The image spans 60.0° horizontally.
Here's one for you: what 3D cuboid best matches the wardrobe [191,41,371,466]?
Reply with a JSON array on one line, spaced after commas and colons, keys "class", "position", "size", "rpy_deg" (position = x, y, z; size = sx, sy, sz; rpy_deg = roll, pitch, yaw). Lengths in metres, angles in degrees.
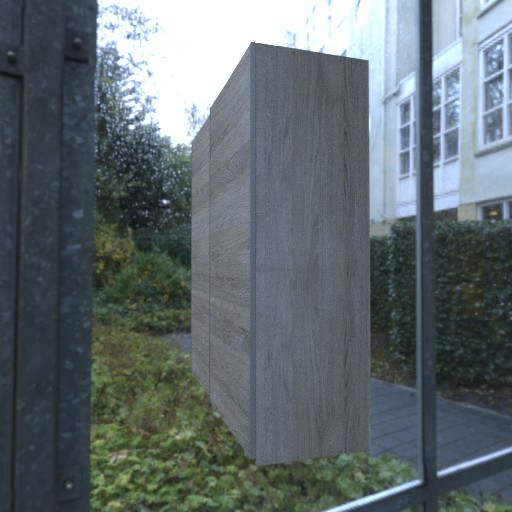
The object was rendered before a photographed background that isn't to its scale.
[{"class": "wardrobe", "position": [0.000, 0.000, 2.972], "size": [0.629, 1.960, 1.780], "rpy_deg": [0, -1, -18]}]
